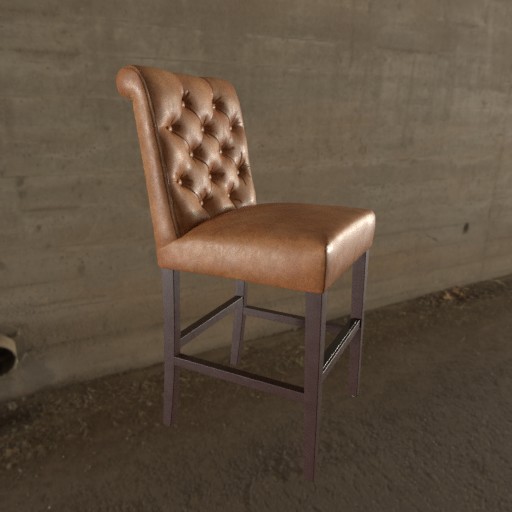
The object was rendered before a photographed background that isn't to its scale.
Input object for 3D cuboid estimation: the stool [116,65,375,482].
[{"bbox_3d":[0.000,0.000,1.331,0.601,1.047,0.493,8,18,26],"label":"stool"}]
